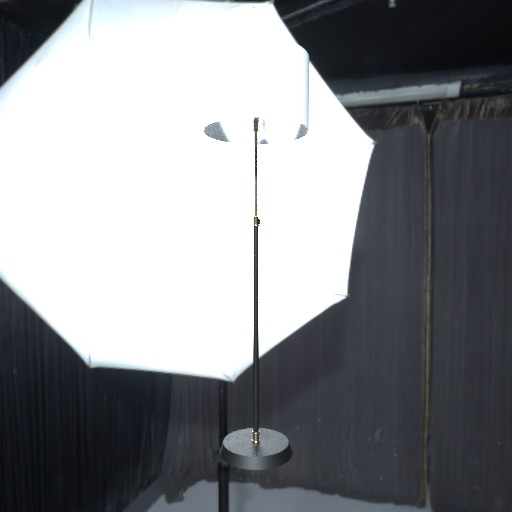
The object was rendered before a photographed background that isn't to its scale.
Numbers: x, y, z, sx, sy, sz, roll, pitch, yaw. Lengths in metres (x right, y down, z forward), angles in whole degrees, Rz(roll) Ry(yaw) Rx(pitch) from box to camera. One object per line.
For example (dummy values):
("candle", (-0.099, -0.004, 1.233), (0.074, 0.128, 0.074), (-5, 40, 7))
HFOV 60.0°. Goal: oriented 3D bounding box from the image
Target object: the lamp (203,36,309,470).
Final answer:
("lamp", (0.000, 0.000, 1.704), (0.404, 1.517, 0.404), (0, 1, 18))
